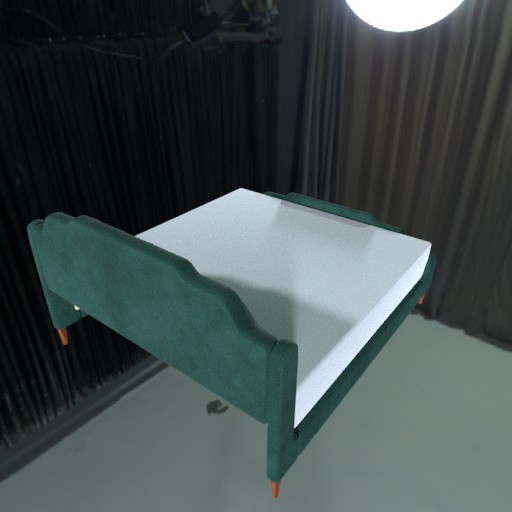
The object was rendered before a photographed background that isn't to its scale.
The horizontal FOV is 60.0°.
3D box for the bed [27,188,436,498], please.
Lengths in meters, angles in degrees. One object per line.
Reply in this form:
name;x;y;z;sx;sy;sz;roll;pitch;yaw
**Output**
bed;0.000;0.000;3.384;2.074;1.245;2.340;21;36;32
